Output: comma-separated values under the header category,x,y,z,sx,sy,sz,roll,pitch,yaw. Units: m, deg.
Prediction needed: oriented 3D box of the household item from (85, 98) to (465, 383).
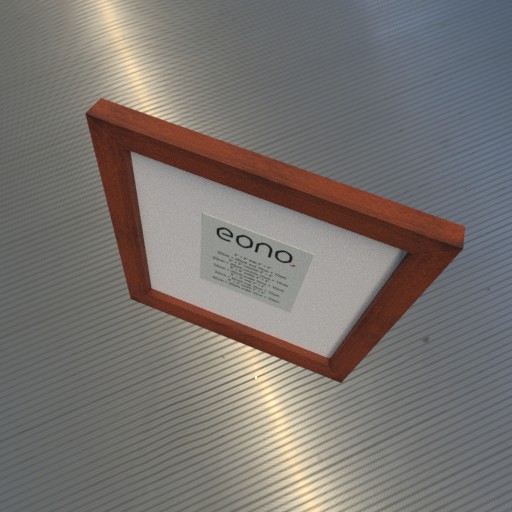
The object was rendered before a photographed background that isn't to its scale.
category,x,y,z,sx,sy,sz,roll,pitch,yaw
household item,0.000,0.000,0.374,0.240,0.240,0.131,21,76,6
